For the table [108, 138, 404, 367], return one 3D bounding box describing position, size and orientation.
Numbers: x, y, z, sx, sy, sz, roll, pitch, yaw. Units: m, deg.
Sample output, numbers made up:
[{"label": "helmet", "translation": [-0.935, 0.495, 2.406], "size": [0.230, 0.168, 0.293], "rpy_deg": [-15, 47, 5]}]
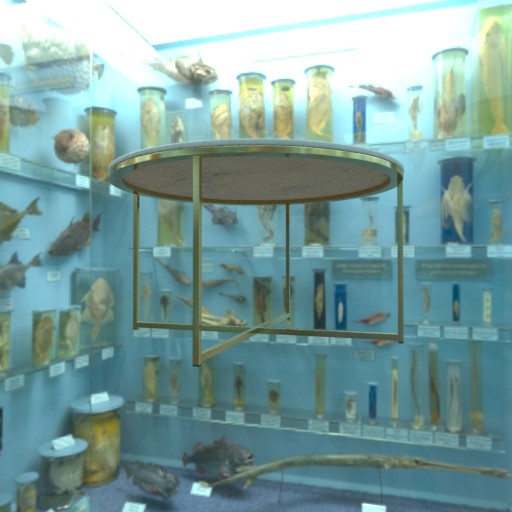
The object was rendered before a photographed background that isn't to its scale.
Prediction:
[{"label": "table", "translation": [0.000, 0.000, 1.258], "size": [0.800, 0.450, 0.800], "rpy_deg": [0, -1, 0]}]
